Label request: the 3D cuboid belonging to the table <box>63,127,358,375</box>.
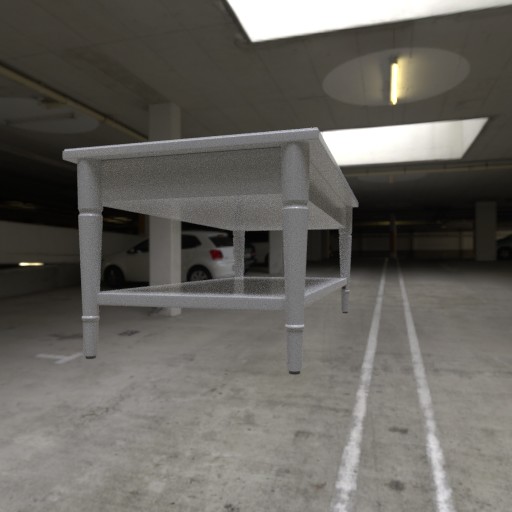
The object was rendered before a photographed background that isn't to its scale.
[{"bbox_3d":[0.000,0.000,1.393,0.559,0.457,1.067,0,-1,17],"label":"table"}]
